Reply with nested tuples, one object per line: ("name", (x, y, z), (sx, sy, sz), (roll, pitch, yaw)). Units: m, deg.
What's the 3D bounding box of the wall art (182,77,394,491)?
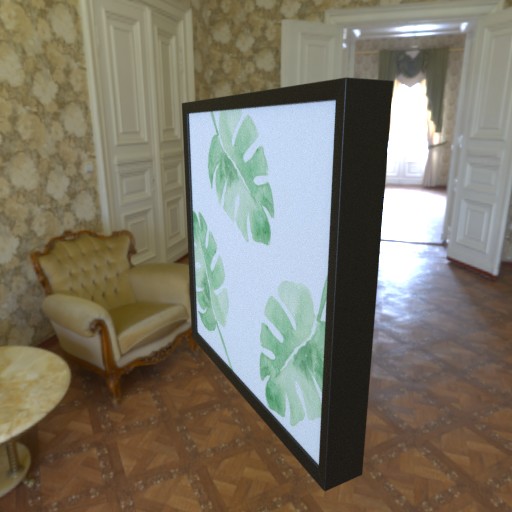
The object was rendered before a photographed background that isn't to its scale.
("wall art", (0.000, 0.000, 0.444), (0.038, 0.304, 0.304), (-8, 18, -27))
